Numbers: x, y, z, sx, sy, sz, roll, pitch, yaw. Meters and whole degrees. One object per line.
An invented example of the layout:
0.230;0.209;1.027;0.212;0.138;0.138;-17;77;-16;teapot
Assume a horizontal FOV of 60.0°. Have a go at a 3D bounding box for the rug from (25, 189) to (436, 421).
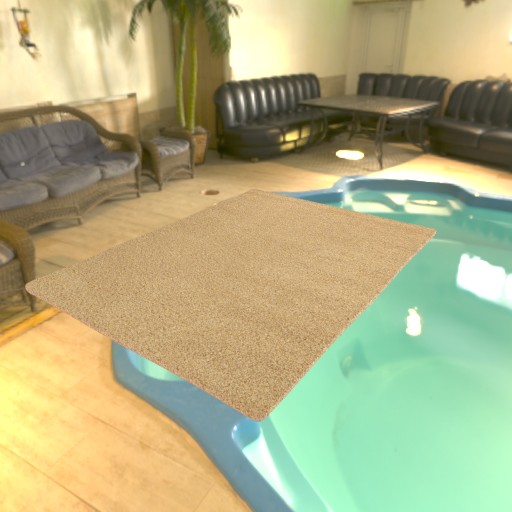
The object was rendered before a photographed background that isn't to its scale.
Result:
0.000;0.000;2.074;1.199;0.025;1.600;18;31;32;rug
